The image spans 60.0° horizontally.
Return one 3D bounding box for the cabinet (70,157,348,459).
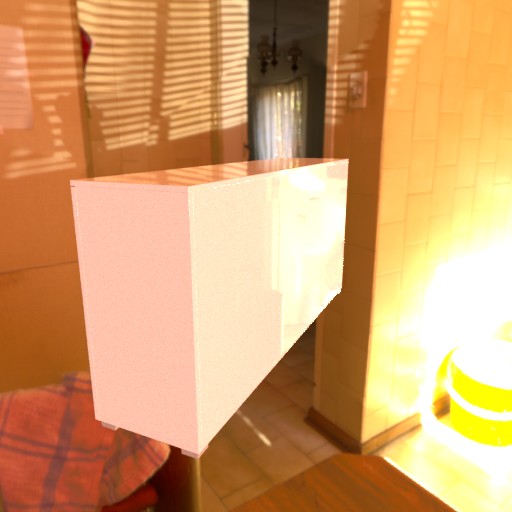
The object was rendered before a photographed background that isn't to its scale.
[{"bbox_3d":[0.000,0.000,2.005,0.400,0.800,1.650,7,16,24],"label":"cabinet"}]
